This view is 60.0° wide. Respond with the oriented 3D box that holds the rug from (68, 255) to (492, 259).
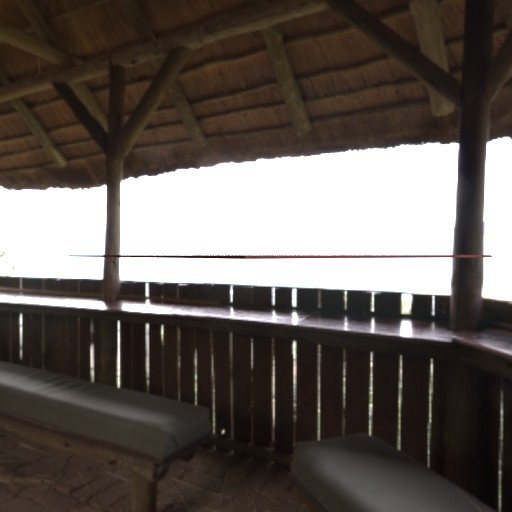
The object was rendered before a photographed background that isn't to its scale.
[{"bbox_3d":[0.000,0.000,3.927,2.430,0.018,2.976,0,0,-37],"label":"rug"}]
